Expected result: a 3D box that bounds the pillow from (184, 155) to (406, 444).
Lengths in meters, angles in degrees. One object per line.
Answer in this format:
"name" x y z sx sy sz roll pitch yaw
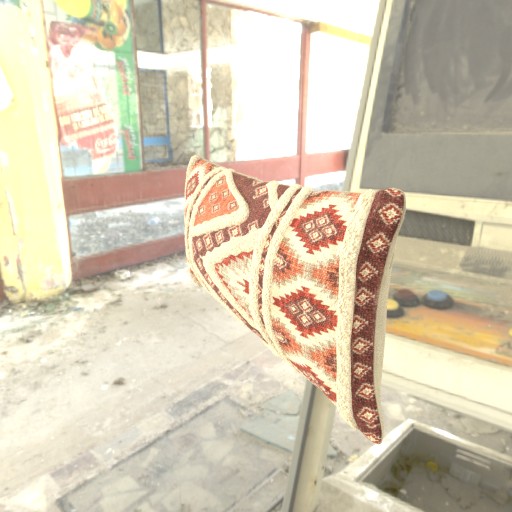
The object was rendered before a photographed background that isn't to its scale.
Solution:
"pillow" 0.000 0.000 0.722 0.161 0.295 0.608 -9 19 -26
